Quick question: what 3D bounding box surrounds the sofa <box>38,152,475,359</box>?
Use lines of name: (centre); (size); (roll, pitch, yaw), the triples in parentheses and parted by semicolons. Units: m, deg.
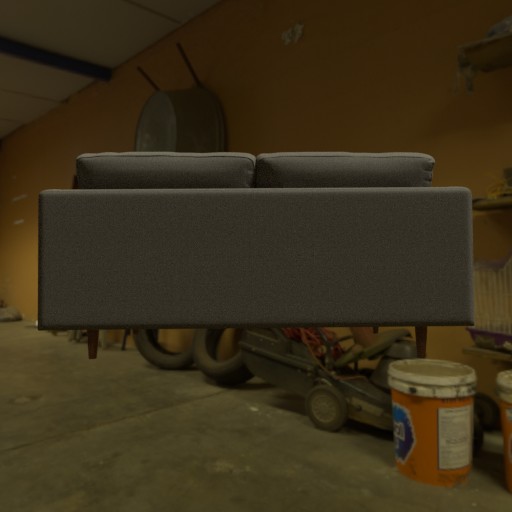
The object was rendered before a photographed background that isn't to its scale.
sofa: (0.000, 0.000, 2.181); (1.713, 0.866, 0.940); (0, -1, -1)
